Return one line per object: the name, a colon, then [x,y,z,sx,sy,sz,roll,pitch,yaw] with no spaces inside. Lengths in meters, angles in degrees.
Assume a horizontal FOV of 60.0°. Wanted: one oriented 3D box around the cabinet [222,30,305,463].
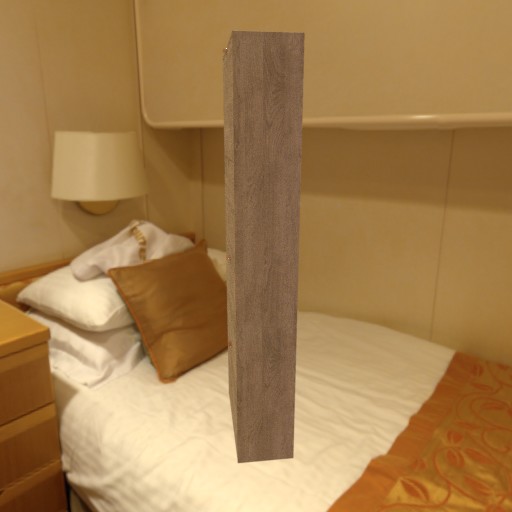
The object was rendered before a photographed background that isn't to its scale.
cabinet: [0.000,0.000,1.881,0.250,1.630,0.520,-2,15,-7]
